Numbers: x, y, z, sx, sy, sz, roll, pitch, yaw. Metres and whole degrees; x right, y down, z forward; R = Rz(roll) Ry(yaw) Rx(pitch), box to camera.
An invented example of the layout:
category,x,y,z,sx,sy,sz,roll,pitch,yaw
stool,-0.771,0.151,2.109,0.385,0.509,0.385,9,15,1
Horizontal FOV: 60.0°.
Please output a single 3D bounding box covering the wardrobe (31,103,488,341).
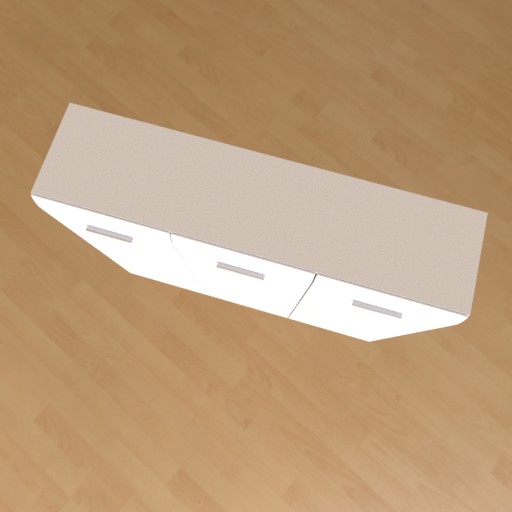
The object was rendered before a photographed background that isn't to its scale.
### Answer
category,x,y,z,sx,sy,sz,roll,pitch,yaw
wardrobe,0.000,0.000,1.912,1.340,1.200,0.360,16,77,4
